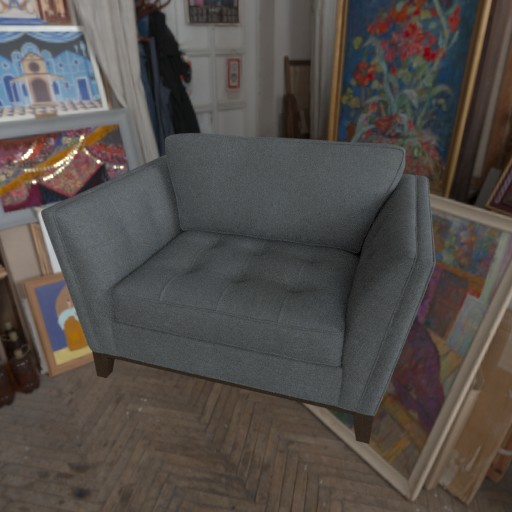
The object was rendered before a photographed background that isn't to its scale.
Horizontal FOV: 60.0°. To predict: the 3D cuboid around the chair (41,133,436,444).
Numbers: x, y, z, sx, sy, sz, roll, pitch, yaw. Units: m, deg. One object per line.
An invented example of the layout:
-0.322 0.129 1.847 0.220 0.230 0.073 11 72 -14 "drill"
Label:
0.000 0.000 2.004 1.396 0.942 0.965 8 27 16 "chair"
